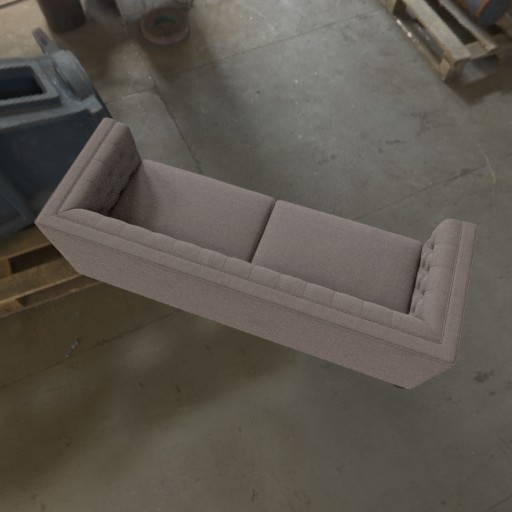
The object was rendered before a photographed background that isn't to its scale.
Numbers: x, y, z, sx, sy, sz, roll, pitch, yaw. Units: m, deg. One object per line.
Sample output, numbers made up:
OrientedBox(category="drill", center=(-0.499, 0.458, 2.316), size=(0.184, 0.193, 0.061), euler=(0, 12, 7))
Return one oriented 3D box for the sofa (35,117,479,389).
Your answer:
OrientedBox(category="sofa", center=(0.000, 0.000, 2.609), size=(2.159, 0.762, 0.775), euler=(18, 65, 9))
